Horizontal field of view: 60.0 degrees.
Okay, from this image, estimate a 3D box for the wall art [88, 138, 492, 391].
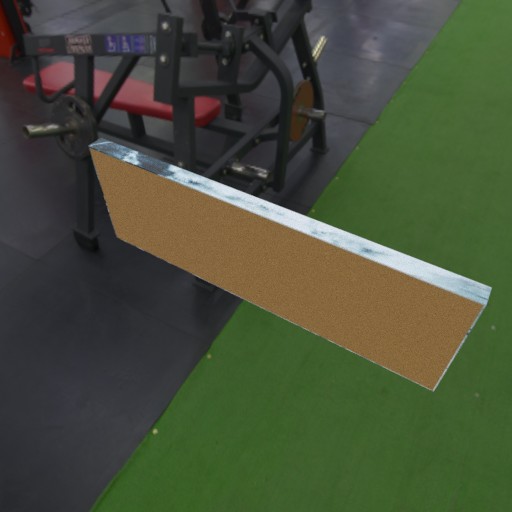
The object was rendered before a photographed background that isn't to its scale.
[{"bbox_3d":[0.000,0.000,0.842,0.759,0.251,0.037,24,51,21],"label":"wall art"}]
